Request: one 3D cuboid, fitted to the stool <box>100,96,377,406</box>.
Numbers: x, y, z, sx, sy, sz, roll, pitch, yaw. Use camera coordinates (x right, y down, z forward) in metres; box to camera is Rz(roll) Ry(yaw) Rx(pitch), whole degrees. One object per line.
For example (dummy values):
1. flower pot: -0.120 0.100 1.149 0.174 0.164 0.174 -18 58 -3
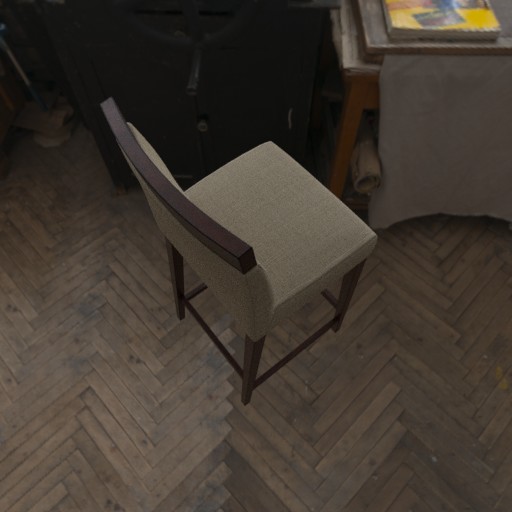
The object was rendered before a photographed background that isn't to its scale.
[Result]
1. stool: 0.000 0.000 1.271 0.480 1.011 0.463 -34 65 -19
